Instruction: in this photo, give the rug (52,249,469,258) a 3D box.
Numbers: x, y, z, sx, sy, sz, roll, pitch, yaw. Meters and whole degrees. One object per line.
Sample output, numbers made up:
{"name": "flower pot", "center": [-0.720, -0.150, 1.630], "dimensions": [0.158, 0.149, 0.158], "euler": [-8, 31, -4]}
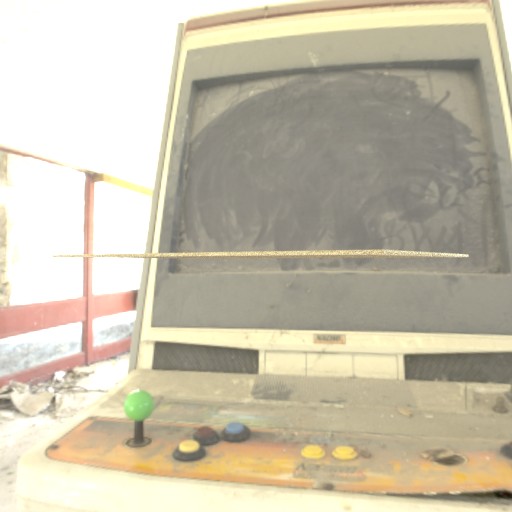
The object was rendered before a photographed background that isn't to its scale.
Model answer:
{"name": "rug", "center": [0.000, 0.000, 2.917], "dimensions": [2.297, 0.018, 1.532], "euler": [-1, -1, 36]}
